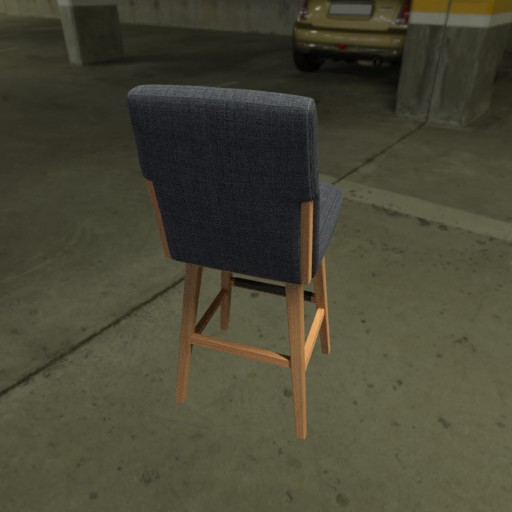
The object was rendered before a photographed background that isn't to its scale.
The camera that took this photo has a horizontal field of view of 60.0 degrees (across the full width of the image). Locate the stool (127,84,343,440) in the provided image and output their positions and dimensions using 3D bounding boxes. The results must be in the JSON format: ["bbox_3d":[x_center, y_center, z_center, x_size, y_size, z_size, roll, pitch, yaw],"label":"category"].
[{"bbox_3d":[0.000,0.000,1.415,0.483,1.112,0.570,10,33,16],"label":"stool"}]
